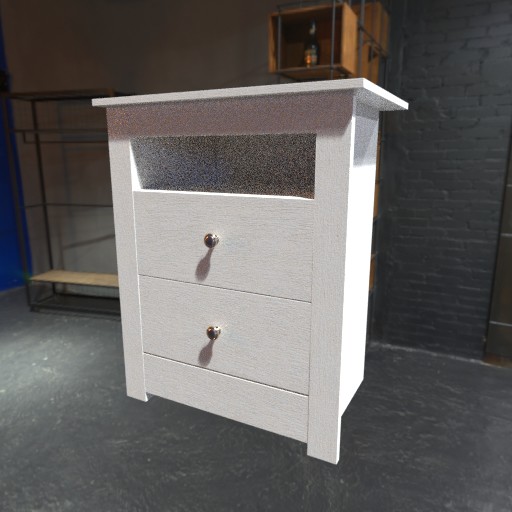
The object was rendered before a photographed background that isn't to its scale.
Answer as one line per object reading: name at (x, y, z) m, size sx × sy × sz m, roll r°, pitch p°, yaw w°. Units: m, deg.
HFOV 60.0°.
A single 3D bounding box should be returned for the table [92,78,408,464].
table at (0.000, 0.000, 1.073) m, size 0.589 × 0.711 × 0.406 m, roll 7°, pitch 15°, yaw 27°
